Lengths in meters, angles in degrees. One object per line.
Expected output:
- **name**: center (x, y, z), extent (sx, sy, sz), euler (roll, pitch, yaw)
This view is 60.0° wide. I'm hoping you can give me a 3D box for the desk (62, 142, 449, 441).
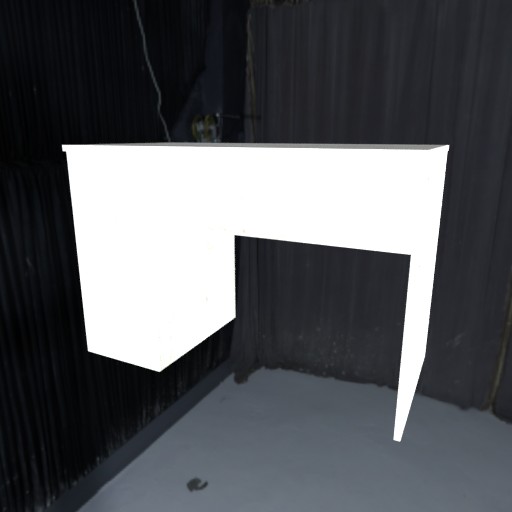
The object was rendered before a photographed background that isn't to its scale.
- **desk**: center (0.000, 0.000, 1.503), extent (1.096, 0.730, 0.560), euler (8, 17, 26)
